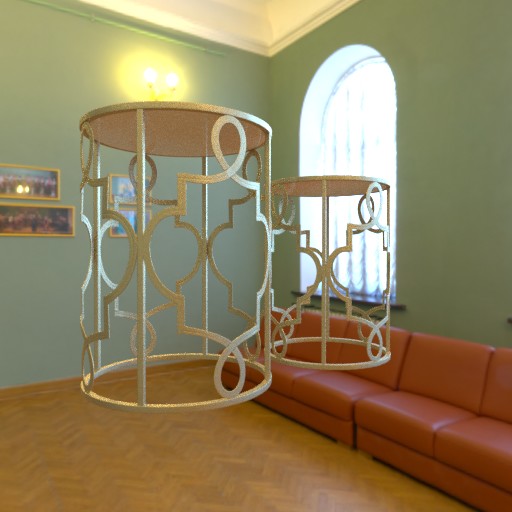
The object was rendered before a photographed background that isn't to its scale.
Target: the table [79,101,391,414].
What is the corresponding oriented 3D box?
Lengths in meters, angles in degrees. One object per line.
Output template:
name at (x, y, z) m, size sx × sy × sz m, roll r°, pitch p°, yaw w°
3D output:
table at (0.000, 0.000, 1.131) m, size 0.846 × 0.564 × 0.420 m, roll 0°, pitch 1°, yaw -35°
